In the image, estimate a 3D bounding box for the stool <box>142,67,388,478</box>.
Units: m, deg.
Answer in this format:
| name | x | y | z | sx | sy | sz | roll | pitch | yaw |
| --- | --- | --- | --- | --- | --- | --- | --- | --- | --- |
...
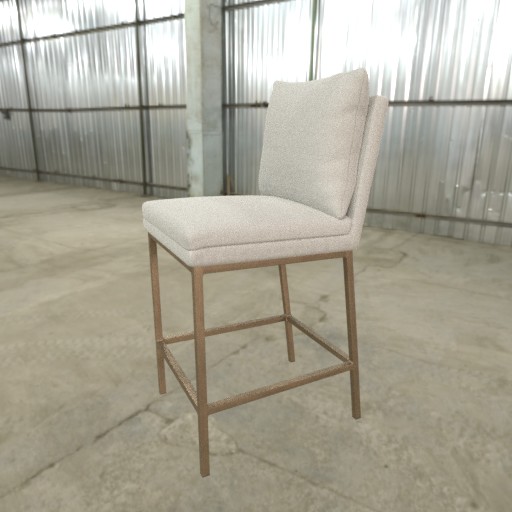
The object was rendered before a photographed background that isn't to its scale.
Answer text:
| name | x | y | z | sx | sy | sz | roll | pitch | yaw |
| --- | --- | --- | --- | --- | --- | --- | --- | --- | --- |
| stool | 0.000 | 0.000 | 1.329 | 0.572 | 1.032 | 0.463 | -8 | 18 | -26 |
